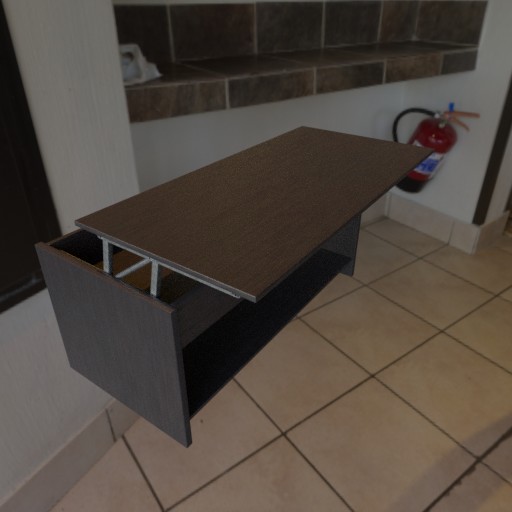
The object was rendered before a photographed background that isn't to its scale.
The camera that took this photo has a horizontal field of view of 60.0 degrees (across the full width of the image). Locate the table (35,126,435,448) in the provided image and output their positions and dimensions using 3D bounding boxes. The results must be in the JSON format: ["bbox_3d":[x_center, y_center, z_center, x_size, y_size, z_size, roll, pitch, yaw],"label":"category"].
[{"bbox_3d":[0.000,0.000,1.409,0.712,0.570,1.000,20,36,30],"label":"table"}]
